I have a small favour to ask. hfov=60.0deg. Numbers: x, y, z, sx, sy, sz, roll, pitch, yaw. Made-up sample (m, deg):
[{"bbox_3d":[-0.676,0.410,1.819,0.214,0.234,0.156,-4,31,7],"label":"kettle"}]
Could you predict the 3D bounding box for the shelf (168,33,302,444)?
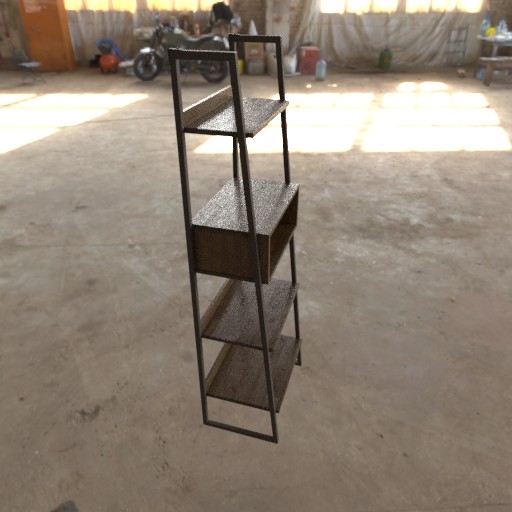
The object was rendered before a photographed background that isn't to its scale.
[{"bbox_3d":[0.000,0.000,2.287,0.454,2.005,0.652,9,32,15],"label":"shelf"}]
